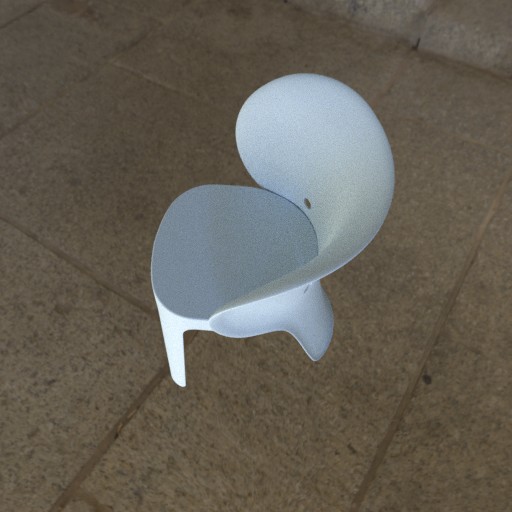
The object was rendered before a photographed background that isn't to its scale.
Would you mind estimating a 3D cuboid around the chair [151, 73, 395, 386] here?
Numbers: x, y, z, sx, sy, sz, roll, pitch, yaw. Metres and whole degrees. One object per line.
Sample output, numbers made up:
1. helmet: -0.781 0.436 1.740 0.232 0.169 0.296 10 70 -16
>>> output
1. chair: 0.000 0.000 0.880 0.402 0.554 0.451 3 57 2
